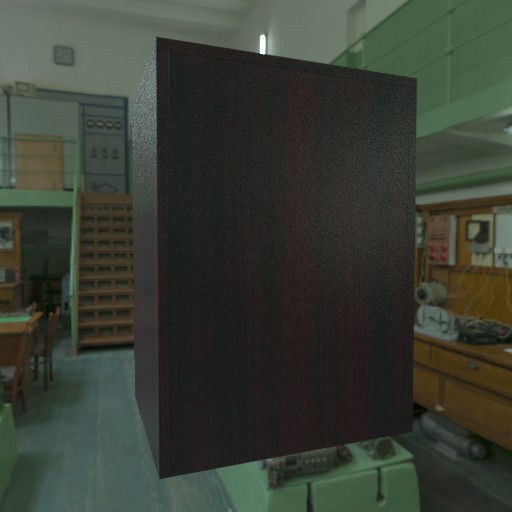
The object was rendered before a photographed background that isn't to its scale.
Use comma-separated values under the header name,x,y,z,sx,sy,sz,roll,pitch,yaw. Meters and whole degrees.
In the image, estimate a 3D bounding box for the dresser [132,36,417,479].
name,x,y,z,sx,sy,sz,roll,pitch,yaw
dresser,0.000,0.000,0.797,0.400,0.560,0.360,-1,2,-21
